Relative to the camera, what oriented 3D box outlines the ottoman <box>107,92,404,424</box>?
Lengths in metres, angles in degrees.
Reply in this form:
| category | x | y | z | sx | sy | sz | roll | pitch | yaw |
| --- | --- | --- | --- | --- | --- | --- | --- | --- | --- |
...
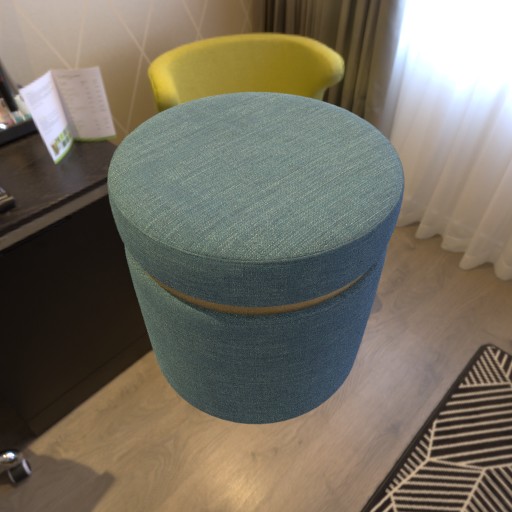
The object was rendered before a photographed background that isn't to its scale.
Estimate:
| category | x | y | z | sx | sy | sz | roll | pitch | yaw |
| --- | --- | --- | --- | --- | --- | --- | --- | --- | --- |
| ottoman | 0.000 | 0.000 | 0.729 | 0.398 | 0.406 | 0.398 | 0 | 46 | 0 |
